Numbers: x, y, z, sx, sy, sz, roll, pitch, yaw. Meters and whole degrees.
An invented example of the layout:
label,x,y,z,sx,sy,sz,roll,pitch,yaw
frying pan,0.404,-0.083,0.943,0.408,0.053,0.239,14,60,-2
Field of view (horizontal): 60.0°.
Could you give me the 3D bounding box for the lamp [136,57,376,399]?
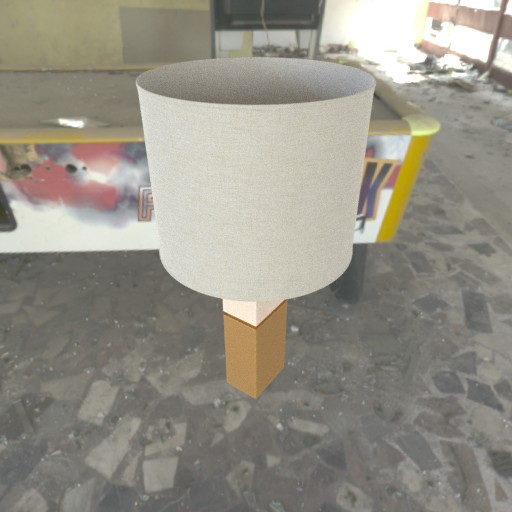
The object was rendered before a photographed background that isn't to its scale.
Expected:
label,x,y,z,sx,sy,sz,roll,pitch,yaw
lamp,0.000,0.000,0.545,0.229,0.417,0.229,21,38,29
